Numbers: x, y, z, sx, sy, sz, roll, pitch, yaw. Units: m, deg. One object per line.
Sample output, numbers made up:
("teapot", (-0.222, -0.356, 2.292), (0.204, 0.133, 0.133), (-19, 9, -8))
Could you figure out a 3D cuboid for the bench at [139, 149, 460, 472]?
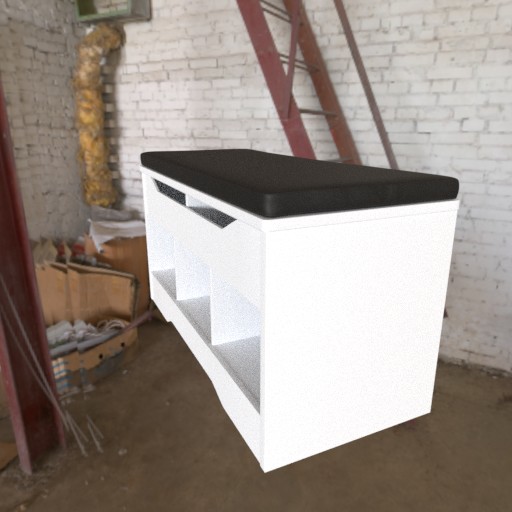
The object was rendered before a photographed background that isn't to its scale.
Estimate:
("bench", (0.000, 0.000, 1.172), (0.401, 0.500, 0.899), (-8, 19, -24))
